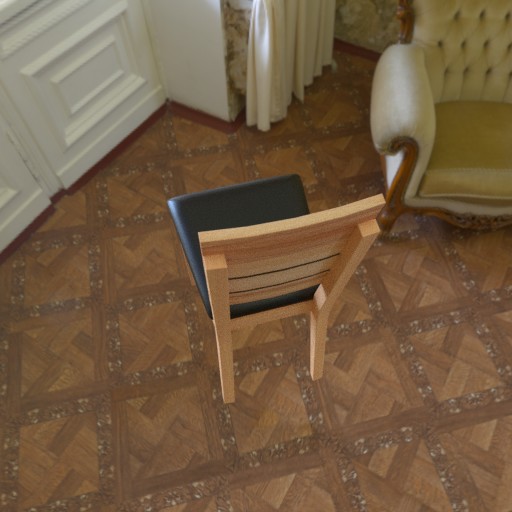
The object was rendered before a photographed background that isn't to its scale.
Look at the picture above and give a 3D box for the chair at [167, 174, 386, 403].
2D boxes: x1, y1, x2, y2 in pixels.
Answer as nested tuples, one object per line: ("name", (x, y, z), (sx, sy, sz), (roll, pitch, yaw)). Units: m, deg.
("chair", (0.000, 0.000, 1.197), (0.410, 0.940, 0.520), (-13, 58, -8))
